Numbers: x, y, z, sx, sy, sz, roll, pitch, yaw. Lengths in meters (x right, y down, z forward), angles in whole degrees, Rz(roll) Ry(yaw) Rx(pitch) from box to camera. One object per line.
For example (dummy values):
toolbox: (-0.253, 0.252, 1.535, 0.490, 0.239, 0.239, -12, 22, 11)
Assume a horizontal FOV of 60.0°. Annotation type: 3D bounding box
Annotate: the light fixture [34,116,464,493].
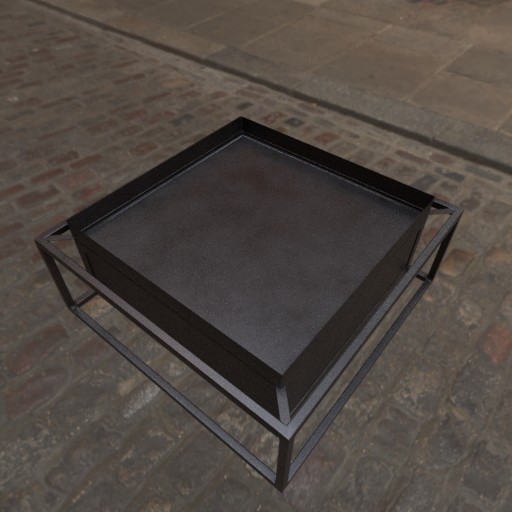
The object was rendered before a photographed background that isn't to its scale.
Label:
light fixture: (0.000, 0.000, 0.686, 0.441, 0.191, 0.441, 30, 53, 26)
